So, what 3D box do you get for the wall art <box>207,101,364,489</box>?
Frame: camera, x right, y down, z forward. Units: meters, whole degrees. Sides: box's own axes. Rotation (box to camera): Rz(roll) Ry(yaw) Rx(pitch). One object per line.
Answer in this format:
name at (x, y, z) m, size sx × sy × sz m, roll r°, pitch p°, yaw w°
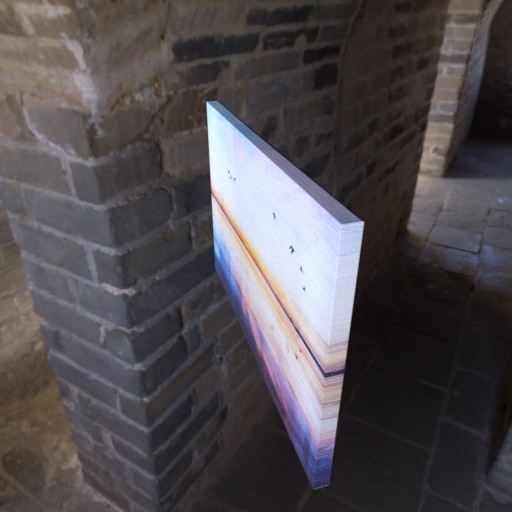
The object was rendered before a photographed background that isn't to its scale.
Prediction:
wall art at (0.000, 0.000, 1.144) m, size 0.037 × 0.605 × 0.911 m, roll -9°, pitch 31°, yaw -15°
